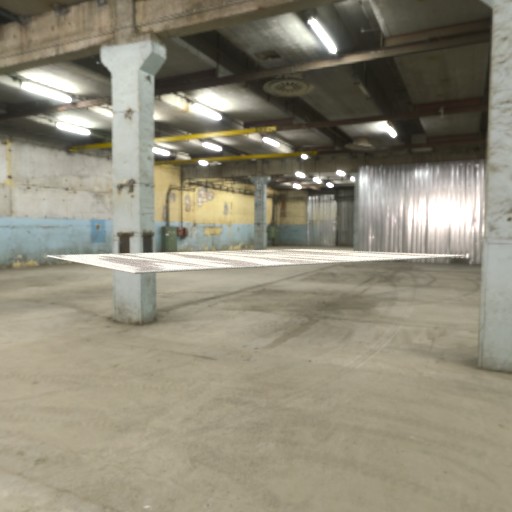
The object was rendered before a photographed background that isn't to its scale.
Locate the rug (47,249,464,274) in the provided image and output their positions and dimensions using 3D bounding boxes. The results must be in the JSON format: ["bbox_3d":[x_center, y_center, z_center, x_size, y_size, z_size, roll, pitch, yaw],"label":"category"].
[{"bbox_3d":[0.000,0.000,2.788,2.142,0.010,1.533,-2,3,-36],"label":"rug"}]
